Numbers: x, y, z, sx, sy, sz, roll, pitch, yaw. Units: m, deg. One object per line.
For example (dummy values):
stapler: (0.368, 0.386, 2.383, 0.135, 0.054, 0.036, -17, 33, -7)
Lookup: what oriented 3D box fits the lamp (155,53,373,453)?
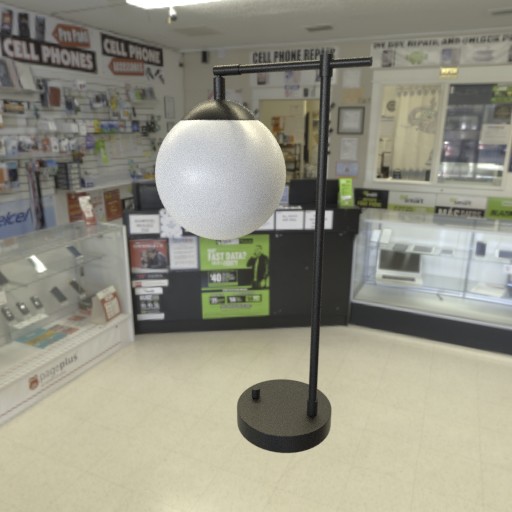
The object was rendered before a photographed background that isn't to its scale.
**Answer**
lamp: (0.000, 0.000, 0.684, 0.316, 0.559, 0.197, 8, 18, 26)
